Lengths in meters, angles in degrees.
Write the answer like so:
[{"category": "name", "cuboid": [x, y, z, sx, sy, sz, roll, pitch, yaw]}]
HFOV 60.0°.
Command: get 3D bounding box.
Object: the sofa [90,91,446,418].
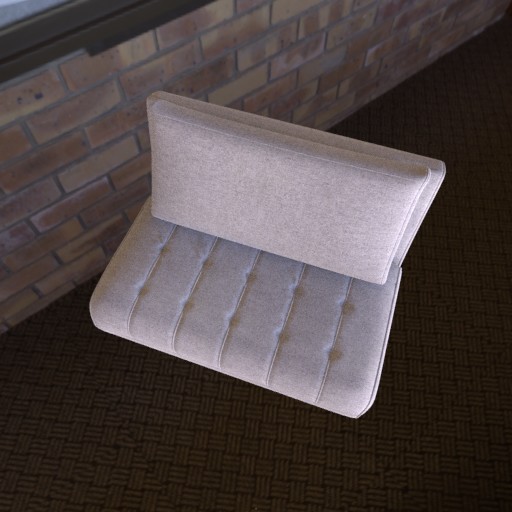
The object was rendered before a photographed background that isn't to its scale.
[{"category": "sofa", "cuboid": [0.000, 0.000, 1.861, 1.220, 0.910, 0.910, 17, 62, 9]}]
